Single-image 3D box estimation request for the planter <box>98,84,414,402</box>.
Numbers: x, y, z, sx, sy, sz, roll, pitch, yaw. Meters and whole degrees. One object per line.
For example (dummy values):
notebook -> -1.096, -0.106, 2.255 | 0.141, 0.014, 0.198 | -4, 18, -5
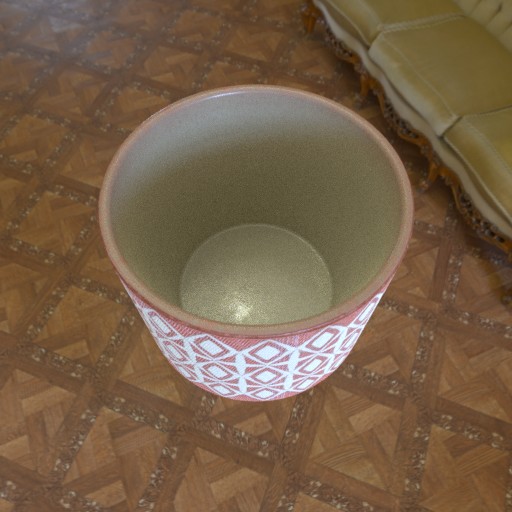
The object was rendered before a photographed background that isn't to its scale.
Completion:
planter -> 0.000, 0.000, 0.488 | 0.273, 0.237, 0.273 | 0, 60, 0
